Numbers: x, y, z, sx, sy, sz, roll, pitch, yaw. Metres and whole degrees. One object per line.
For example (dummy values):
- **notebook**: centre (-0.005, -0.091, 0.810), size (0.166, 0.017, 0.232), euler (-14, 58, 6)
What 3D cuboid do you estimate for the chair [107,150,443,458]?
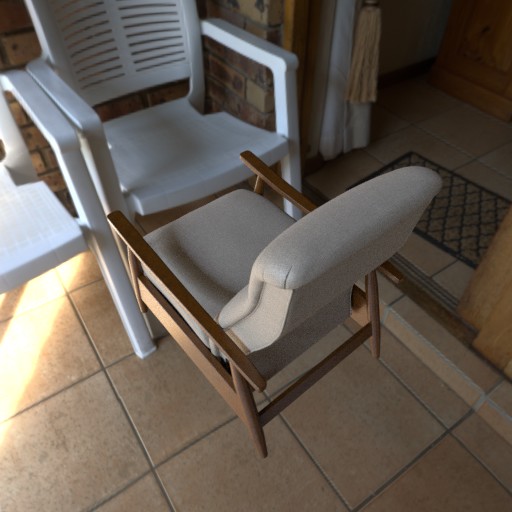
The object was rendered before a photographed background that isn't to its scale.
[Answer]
- **chair**: centre (0.000, 0.000, 1.788), size (0.762, 1.082, 1.030), euler (-31, 54, -26)
